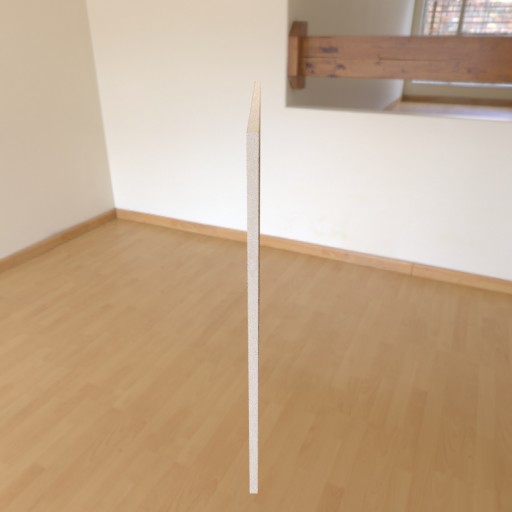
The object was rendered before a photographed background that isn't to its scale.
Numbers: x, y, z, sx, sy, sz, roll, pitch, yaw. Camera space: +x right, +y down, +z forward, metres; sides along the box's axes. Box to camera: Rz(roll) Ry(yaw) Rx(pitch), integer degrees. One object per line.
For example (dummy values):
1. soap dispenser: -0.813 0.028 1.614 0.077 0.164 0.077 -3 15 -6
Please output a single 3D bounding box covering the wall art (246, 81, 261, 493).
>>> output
1. wall art: 0.000 0.000 0.865 0.013 0.584 0.584 0 27 1
